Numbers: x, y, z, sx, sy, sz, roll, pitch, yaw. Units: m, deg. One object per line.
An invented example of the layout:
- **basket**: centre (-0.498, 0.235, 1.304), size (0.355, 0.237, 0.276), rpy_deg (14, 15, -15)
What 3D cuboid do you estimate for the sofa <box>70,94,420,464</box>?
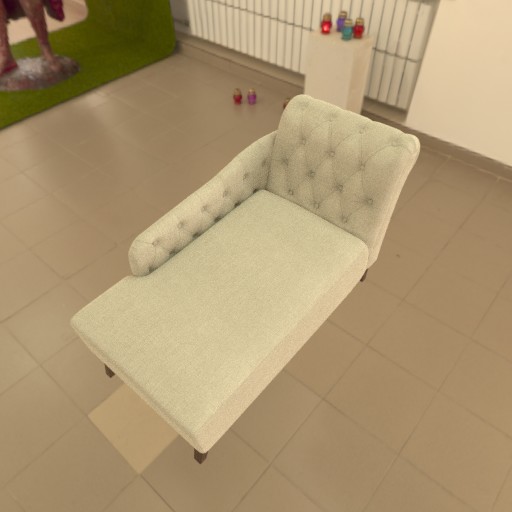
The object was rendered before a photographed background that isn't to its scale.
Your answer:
- **sofa**: centre (0.000, 0.000, 1.837), size (0.675, 0.787, 1.379), rpy_deg (32, 54, 26)
